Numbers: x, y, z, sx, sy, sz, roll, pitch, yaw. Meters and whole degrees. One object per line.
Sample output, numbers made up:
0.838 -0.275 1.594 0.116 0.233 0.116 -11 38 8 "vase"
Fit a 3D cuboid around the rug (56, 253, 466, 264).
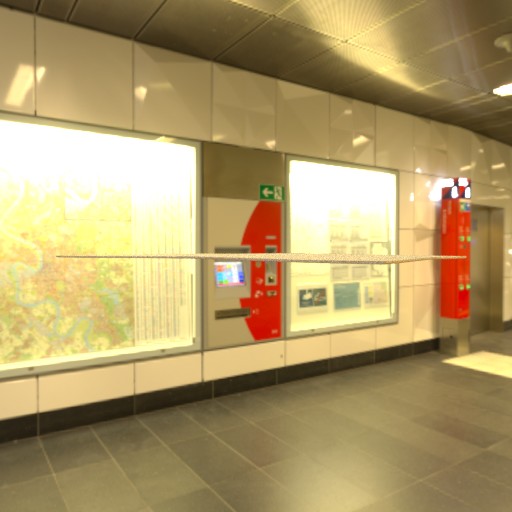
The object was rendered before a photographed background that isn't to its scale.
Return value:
0.000 0.000 2.319 1.820 0.022 1.179 1 1 37 "rug"
